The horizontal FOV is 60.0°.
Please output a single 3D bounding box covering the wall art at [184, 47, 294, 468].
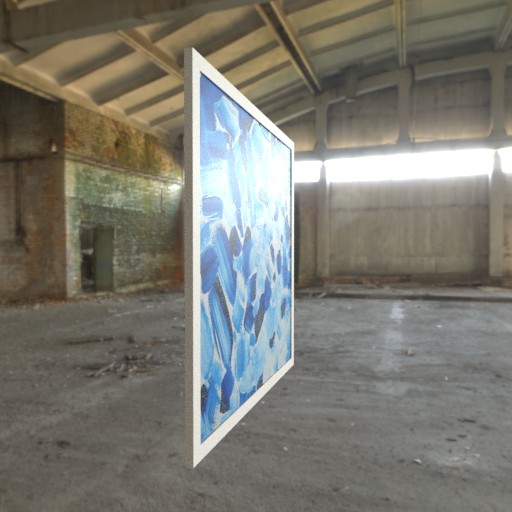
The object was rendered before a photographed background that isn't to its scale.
[{"bbox_3d":[0.000,0.000,1.010,0.015,0.660,0.660,0,1,19],"label":"wall art"}]
